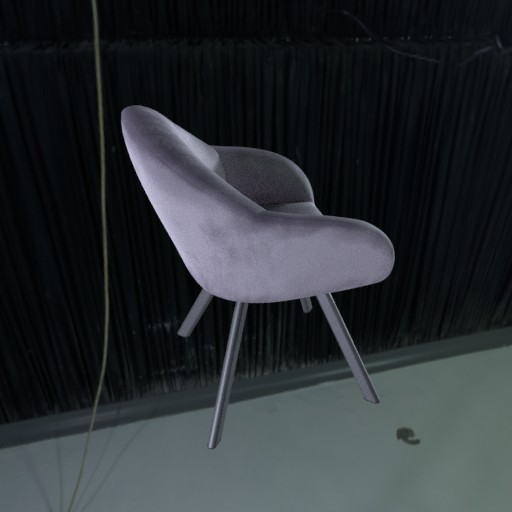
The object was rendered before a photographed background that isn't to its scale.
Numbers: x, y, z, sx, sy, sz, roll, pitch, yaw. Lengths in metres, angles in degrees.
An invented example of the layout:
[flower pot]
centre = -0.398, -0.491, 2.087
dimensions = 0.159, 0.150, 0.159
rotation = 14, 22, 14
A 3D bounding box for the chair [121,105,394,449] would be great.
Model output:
[chair]
centre = 0.000, 0.000, 1.185
dimensions = 0.590, 0.795, 0.550
rotation = -9, 31, -16
